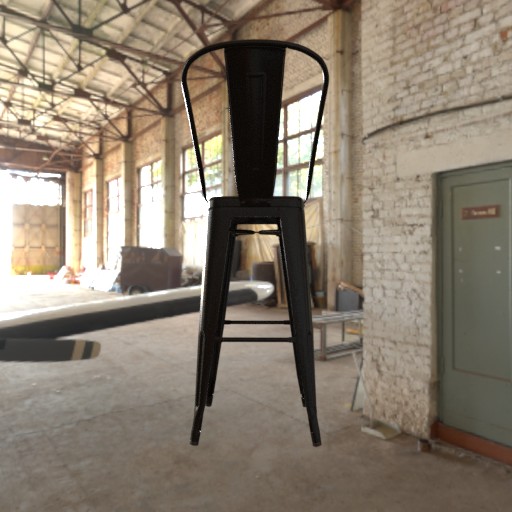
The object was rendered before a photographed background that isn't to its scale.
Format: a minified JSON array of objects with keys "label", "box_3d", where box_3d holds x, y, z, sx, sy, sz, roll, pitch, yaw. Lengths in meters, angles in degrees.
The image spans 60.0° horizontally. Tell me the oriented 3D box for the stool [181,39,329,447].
[{"label":"stool","box_3d":[0.000,0.000,1.371,0.399,1.096,0.513,0,0,1]}]
